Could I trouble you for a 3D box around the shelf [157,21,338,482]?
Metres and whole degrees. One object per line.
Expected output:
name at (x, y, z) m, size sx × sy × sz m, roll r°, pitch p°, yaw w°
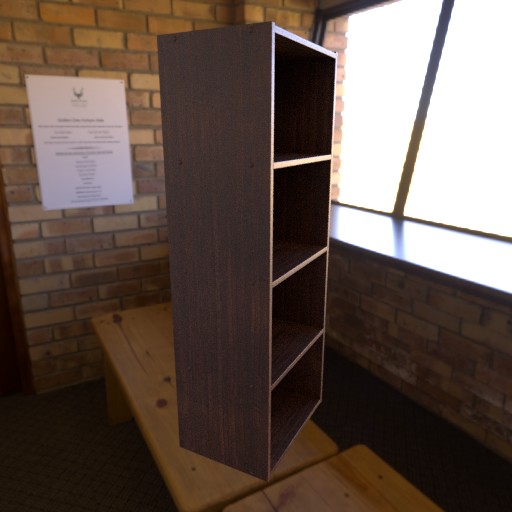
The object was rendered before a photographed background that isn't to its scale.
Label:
shelf at (0.000, 0.000, 1.259) m, size 0.290 × 1.099 × 0.415 m, roll 8°, pitch 18°, yaw 27°
